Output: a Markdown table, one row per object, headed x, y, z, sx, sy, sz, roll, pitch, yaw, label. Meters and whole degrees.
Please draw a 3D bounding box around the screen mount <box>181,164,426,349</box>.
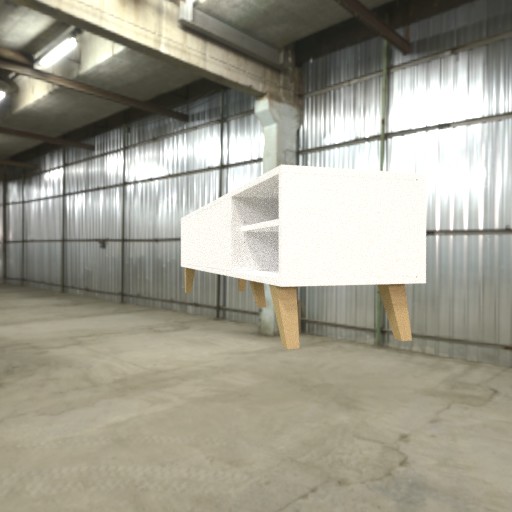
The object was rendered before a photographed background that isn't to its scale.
| x | y | z | sx | sy | sz | roll | pitch | yaw | label |
| --- | --- | --- | --- | --- | --- | --- | --- | --- | --- |
| 0.000 | 0.000 | 1.866 | 0.399 | 0.432 | 1.644 | 0 | 0 | -18 | screen mount |
